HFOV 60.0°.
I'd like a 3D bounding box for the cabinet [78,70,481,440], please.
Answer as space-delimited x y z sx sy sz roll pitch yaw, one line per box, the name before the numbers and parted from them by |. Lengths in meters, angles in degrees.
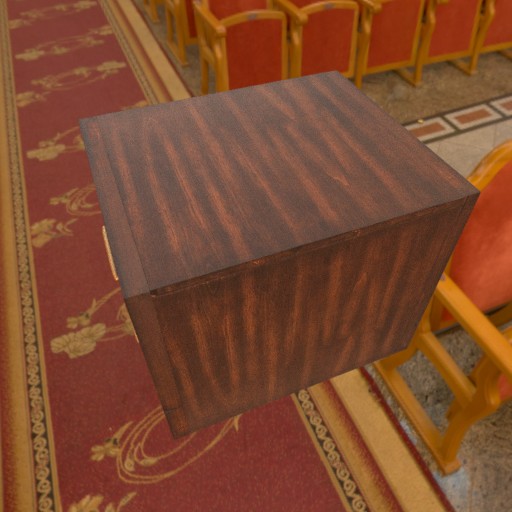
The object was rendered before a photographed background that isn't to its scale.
cabinet | 0.000 0.000 0.833 0.500 0.455 0.402 -17 49 -15
